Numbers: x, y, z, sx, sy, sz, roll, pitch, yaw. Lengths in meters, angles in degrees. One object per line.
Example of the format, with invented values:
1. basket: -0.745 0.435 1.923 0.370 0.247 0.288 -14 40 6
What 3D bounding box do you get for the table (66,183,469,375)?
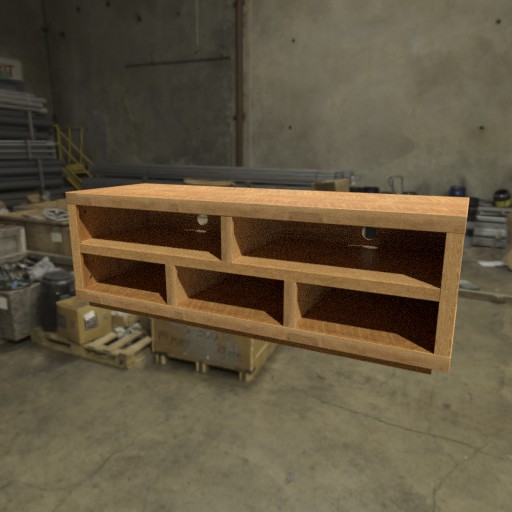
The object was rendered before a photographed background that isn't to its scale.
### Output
1. table: 0.000 0.000 1.784 1.499 0.491 0.499 7 15 25
